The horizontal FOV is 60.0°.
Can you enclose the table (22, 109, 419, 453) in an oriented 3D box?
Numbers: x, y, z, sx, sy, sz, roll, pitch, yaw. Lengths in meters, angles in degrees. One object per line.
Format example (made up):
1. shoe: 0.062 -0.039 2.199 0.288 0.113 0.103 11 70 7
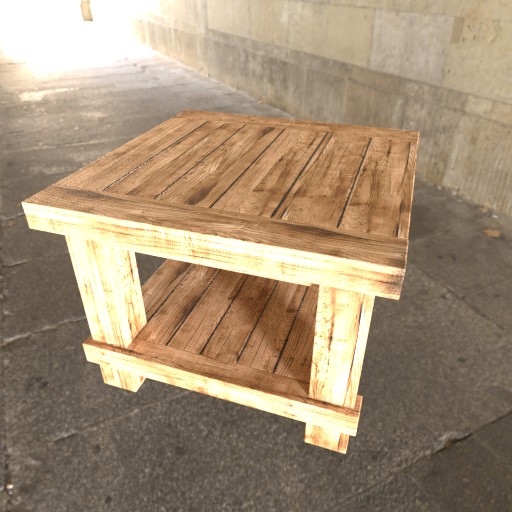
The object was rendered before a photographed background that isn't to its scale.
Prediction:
1. table: 0.000 0.000 1.013 0.610 0.457 0.610 10 34 16
